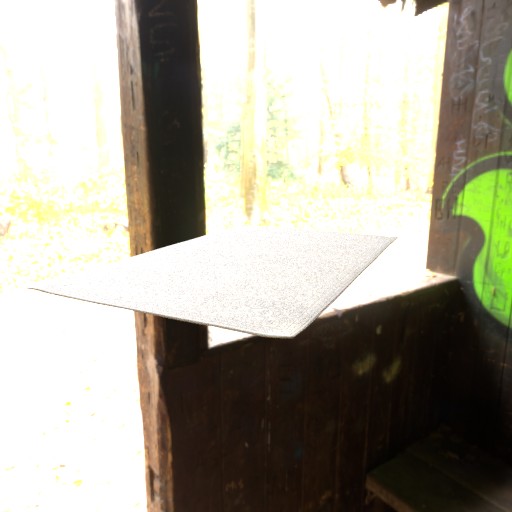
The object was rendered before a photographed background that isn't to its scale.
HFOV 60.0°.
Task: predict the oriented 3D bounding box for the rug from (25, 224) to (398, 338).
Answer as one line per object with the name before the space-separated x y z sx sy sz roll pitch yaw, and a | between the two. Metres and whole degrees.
rug | 0.000 0.000 2.444 1.214 0.023 1.947 6 14 26
